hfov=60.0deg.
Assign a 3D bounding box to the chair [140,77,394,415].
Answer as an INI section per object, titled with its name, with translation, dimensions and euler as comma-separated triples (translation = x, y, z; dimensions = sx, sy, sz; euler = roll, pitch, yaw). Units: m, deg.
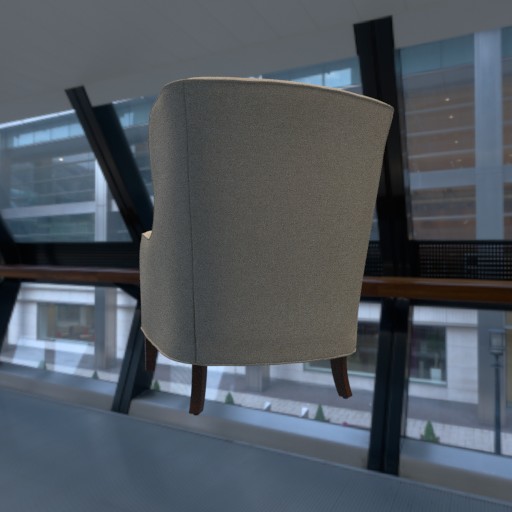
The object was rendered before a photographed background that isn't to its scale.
[chair]
translation = 0.000, 0.000, 1.736
dimensions = 0.838, 1.040, 0.966
euler = 0, -1, -19
